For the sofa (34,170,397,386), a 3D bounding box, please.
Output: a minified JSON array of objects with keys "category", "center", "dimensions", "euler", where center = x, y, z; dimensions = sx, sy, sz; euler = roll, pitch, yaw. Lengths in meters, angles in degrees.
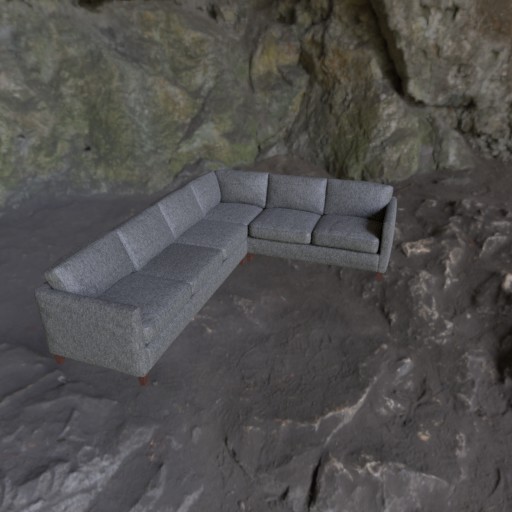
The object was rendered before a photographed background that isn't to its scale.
[{"category":"sofa","center":[0.000,0.000,4.522],"dimensions":[2.593,0.947,3.302],"euler":[8,27,17]}]
